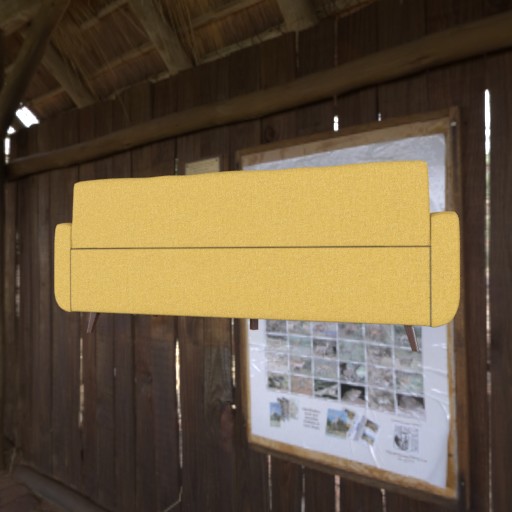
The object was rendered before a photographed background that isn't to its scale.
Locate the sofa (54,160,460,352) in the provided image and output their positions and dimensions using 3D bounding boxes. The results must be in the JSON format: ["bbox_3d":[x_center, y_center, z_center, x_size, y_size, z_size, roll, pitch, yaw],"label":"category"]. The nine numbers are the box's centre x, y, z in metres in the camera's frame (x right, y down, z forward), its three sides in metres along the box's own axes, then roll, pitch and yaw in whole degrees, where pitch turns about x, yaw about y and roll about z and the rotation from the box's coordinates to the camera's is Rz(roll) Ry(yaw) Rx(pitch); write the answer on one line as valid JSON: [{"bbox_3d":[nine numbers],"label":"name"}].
[{"bbox_3d":[0.000,0.000,2.540,2.029,0.841,0.909,0,-1,17],"label":"sofa"}]
